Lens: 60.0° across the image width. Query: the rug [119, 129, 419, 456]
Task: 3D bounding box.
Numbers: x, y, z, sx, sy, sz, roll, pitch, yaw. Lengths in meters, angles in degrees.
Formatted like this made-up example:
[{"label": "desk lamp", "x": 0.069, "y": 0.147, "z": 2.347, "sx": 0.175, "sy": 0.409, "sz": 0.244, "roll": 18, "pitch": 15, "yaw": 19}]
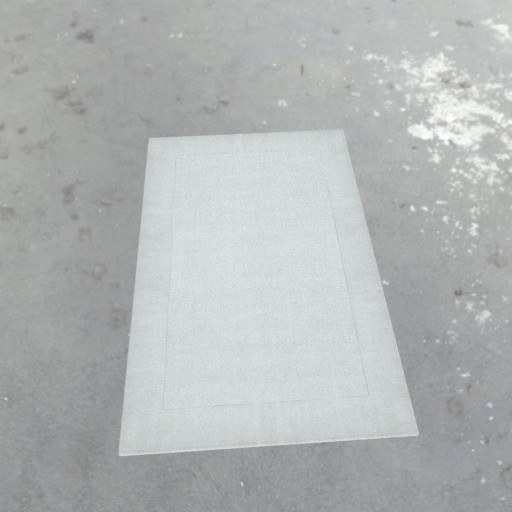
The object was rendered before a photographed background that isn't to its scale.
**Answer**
[{"label": "rug", "x": 0.000, "y": 0.000, "z": 2.285, "sx": 1.219, "sy": 0.013, "sz": 1.829, "roll": -3, "pitch": 57, "yaw": -2}]
